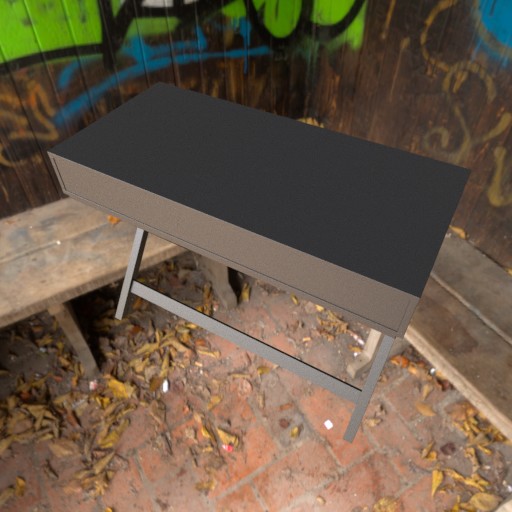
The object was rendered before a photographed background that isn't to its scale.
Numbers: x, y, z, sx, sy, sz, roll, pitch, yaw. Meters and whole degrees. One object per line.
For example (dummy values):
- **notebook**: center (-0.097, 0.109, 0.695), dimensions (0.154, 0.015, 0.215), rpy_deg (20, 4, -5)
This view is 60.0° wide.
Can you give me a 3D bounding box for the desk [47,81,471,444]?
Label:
- **desk**: center (0.000, 0.000, 1.508), dimensions (1.057, 0.780, 0.525), rpy_deg (22, 50, 20)
